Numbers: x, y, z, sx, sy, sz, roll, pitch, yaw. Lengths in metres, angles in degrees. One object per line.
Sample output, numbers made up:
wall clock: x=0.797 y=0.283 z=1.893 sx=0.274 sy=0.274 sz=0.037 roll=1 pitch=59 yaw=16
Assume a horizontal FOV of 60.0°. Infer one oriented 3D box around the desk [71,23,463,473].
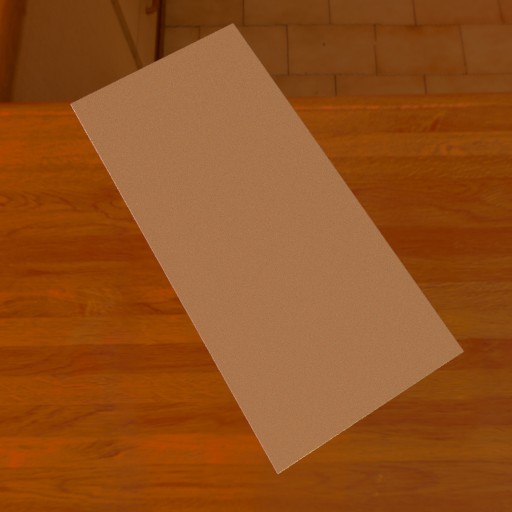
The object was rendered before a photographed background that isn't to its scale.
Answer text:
desk: x=0.000 y=0.000 z=1.482 sx=0.525 sy=0.780 sz=1.057 roll=-30 pitch=77 yaw=-7
